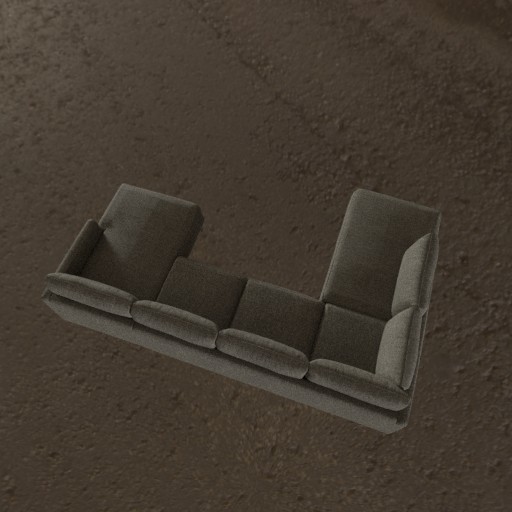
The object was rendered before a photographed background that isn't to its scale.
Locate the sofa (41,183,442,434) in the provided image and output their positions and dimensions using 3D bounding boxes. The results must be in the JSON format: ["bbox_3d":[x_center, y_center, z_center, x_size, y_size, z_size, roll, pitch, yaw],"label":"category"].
[{"bbox_3d":[0.000,0.000,3.581,2.737,0.756,1.879,17,63,9],"label":"sofa"}]
